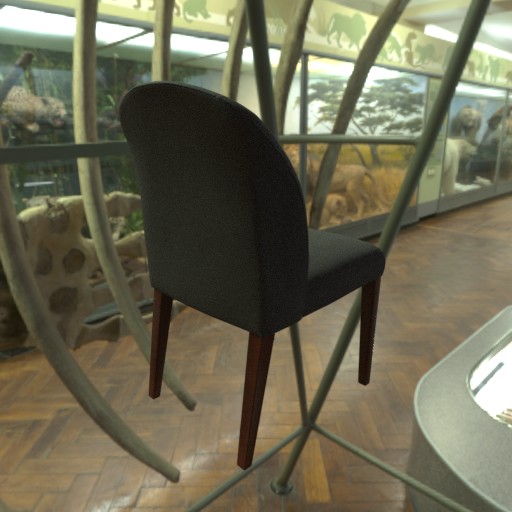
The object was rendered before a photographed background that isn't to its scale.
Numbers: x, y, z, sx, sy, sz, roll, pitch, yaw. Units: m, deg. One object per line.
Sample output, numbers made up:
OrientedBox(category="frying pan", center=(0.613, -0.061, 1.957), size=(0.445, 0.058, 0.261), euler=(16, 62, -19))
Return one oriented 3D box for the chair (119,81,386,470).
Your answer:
OrientedBox(category="chair", center=(0.000, 0.000, 1.248), size=(0.619, 0.879, 0.506), euler=(-15, 22, -42))
